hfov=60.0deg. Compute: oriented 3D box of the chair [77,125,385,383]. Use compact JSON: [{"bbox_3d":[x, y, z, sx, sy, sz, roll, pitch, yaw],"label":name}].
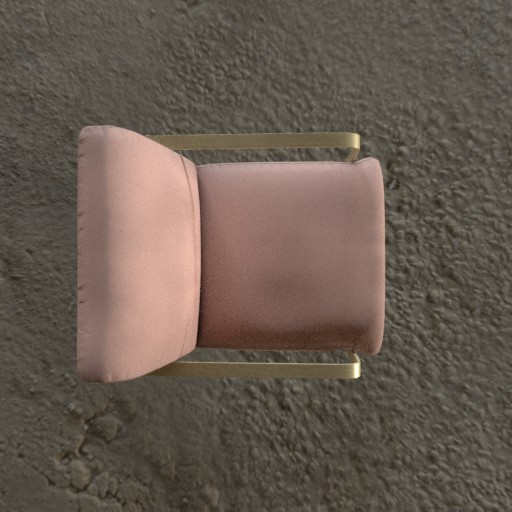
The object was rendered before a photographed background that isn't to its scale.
[{"bbox_3d":[0.000,0.000,1.433,0.848,0.823,0.701,0,89,-1],"label":"chair"}]
